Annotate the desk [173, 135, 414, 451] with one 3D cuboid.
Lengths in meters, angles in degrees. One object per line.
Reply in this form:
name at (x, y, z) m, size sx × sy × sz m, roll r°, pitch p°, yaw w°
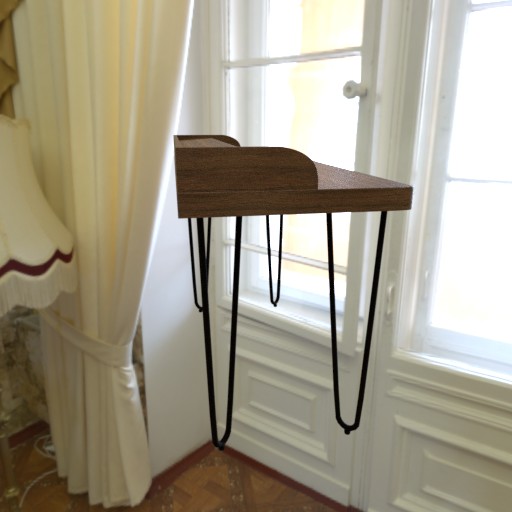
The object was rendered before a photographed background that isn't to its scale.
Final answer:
desk at (0.000, 0.000, 1.665) m, size 0.565 × 0.854 × 1.200 m, roll -3°, pitch 17°, yaw -10°
